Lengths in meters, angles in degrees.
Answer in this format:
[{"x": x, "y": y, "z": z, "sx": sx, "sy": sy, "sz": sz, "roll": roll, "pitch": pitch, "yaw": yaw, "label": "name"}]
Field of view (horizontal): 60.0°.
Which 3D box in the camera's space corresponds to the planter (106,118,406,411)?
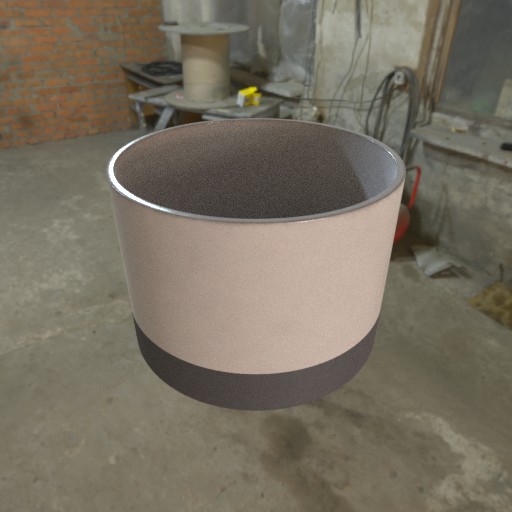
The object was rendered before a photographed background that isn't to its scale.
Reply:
[{"x": 0.000, "y": 0.000, "z": 0.225, "sx": 0.128, "sy": 0.105, "sz": 0.128, "roll": 0, "pitch": 32, "yaw": 0, "label": "planter"}]
